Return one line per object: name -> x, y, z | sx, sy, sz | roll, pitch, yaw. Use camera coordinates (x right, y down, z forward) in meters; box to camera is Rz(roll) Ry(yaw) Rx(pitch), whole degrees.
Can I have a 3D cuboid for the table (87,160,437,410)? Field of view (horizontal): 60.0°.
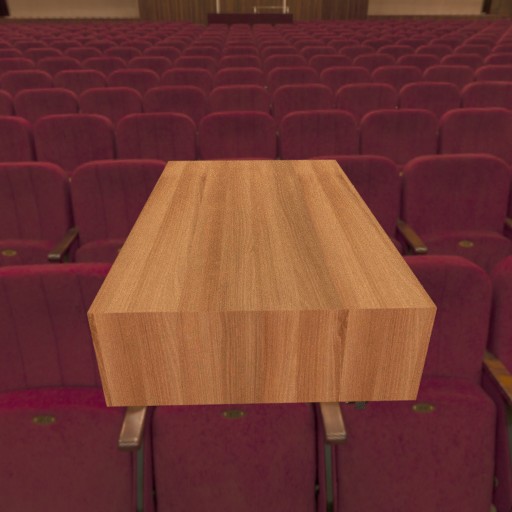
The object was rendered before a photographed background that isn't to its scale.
table -> 0.000, 0.000, 1.449 | 0.700, 0.330, 1.100 | -1, 28, -1
